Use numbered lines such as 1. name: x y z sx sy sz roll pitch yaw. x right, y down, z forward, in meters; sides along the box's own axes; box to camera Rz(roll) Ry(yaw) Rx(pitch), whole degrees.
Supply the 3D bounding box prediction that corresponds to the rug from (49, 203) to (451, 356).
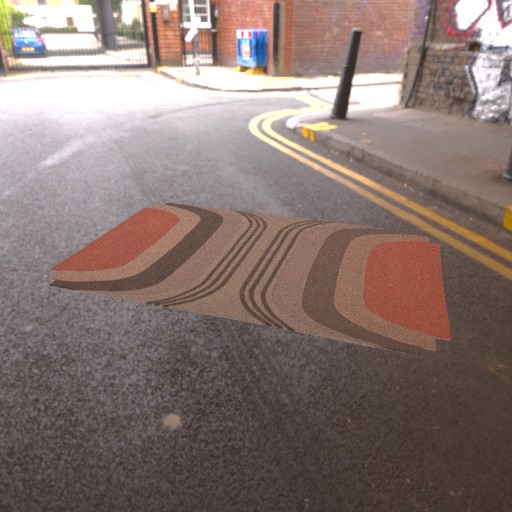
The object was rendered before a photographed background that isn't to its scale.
1. rug: 0.000 0.000 3.066 2.446 0.017 1.530 8 28 16
